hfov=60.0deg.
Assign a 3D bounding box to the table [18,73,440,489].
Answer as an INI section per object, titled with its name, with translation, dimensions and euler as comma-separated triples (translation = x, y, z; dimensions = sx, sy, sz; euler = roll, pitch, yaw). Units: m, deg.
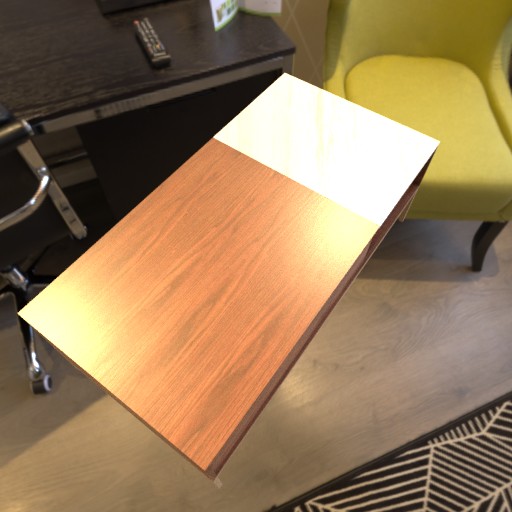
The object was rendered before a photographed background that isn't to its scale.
[table]
translation = 0.000, 0.000, 1.887
dimensions = 0.789, 0.551, 1.553
euler = 32, 63, 18
